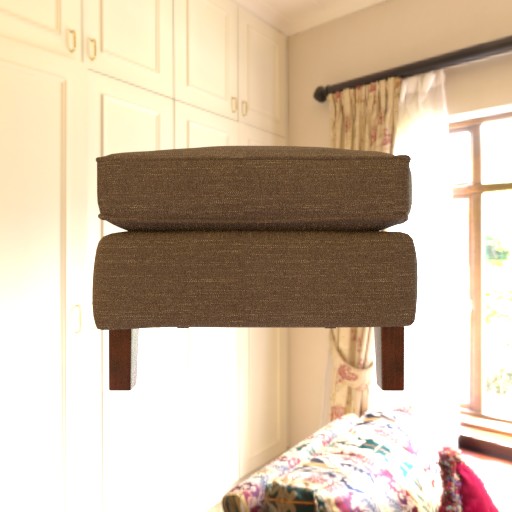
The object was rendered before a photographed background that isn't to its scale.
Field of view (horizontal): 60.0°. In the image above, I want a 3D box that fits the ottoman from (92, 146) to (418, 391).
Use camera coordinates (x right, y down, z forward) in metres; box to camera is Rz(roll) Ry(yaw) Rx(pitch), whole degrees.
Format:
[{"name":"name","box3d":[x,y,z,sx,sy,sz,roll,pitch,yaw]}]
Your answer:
[{"name":"ottoman","box3d":[0.000,0.000,0.964,0.508,0.406,0.686,0,0,0]}]
